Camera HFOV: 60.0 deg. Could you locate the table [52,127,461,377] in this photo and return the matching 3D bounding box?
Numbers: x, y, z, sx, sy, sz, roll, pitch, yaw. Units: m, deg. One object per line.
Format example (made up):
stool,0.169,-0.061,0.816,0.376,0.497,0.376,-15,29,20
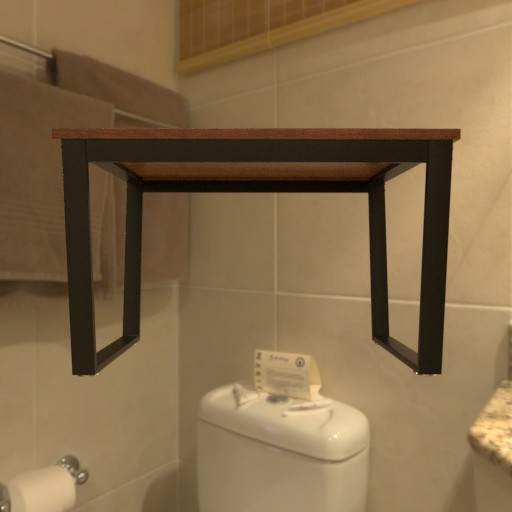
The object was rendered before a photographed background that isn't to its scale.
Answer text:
table,0.000,0.000,1.664,1.205,0.760,0.714,0,0,0
